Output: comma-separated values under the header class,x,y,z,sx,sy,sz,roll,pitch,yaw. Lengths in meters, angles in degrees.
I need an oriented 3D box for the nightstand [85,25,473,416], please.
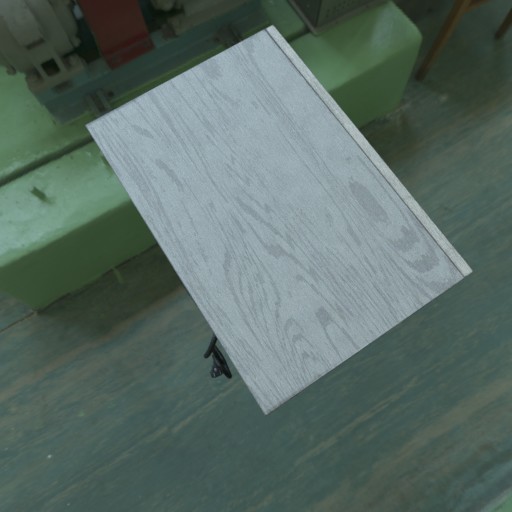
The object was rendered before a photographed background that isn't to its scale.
class,x,y,z,sx,sy,sz,roll,pitch,yaw
nightstand,0.000,0.000,1.104,0.483,0.673,0.612,-32,76,-9
